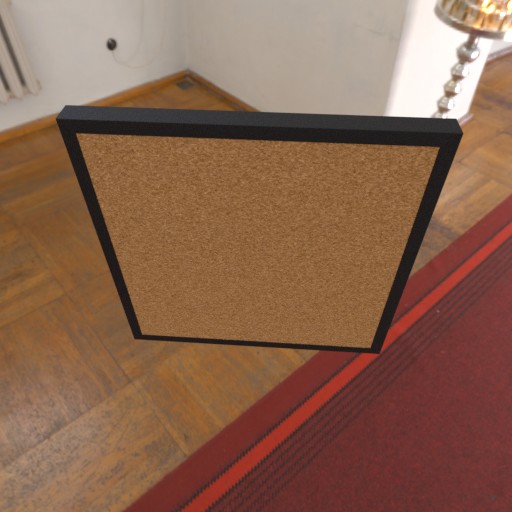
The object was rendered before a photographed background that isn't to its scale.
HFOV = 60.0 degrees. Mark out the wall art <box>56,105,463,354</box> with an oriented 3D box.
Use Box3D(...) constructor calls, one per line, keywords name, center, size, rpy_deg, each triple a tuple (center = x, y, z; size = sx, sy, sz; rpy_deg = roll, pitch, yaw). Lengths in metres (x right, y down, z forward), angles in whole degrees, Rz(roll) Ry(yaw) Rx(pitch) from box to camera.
Box3D(name="wall art", center=(0.000, 0.000, 0.743), size=(0.506, 0.503, 0.036), rpy_deg=(3, 46, 3))
